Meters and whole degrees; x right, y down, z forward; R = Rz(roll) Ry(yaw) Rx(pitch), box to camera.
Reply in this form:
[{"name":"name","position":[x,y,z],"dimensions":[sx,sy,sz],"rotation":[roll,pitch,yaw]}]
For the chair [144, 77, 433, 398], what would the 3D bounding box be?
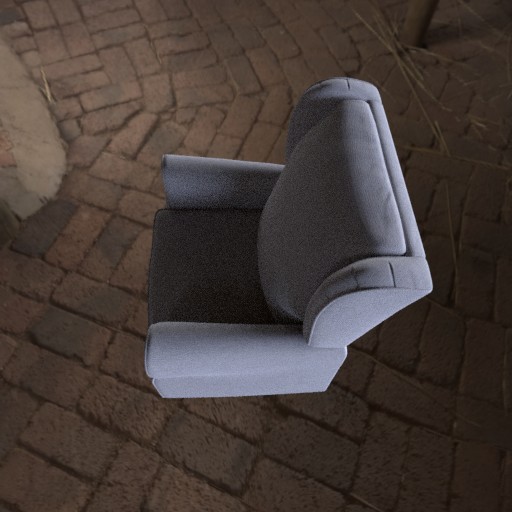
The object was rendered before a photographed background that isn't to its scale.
[{"name":"chair","position":[0.000,0.000,1.660],"dimensions":[0.854,0.966,0.906],"rotation":[-2,59,-1]}]
